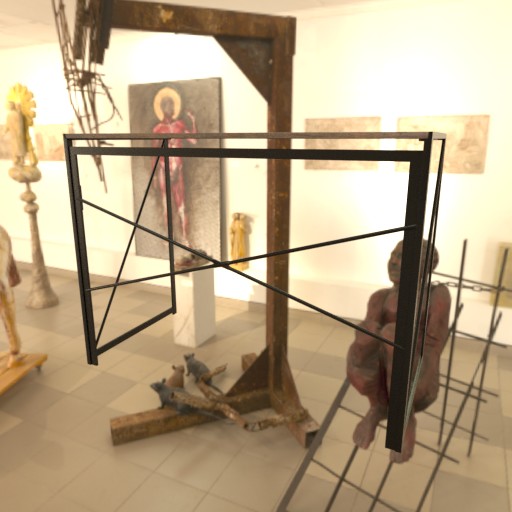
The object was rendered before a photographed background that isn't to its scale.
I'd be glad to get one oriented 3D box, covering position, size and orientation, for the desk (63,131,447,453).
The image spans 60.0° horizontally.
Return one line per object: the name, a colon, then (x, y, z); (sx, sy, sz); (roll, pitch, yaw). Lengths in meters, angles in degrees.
desk: (0.000, 0.000, 1.404); (1.015, 0.747, 0.505); (7, 16, 25)
